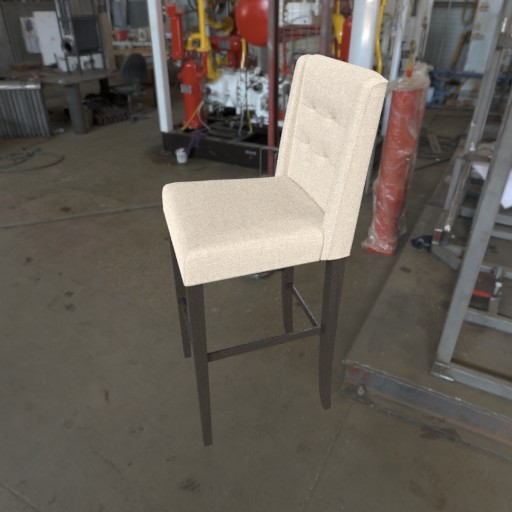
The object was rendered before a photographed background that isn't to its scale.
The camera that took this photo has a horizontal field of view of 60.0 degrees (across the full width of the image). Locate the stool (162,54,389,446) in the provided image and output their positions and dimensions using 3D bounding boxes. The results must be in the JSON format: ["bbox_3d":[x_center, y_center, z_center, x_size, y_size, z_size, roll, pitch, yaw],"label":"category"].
[{"bbox_3d":[0.000,0.000,1.399,0.509,1.116,0.474,-9,32,-14],"label":"stool"}]
